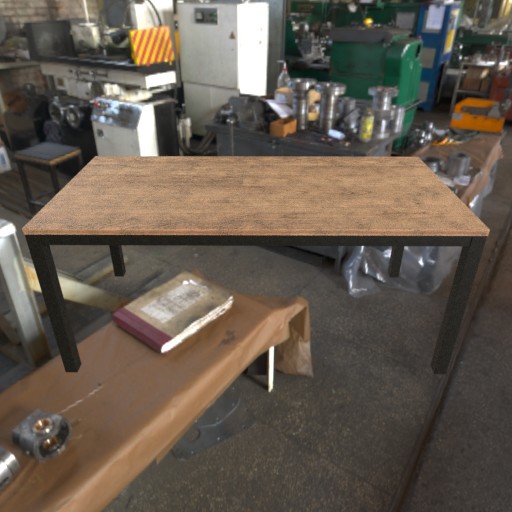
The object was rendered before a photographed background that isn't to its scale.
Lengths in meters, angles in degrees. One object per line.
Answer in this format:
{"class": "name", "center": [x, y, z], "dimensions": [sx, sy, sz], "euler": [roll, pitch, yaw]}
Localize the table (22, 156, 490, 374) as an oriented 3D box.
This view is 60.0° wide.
{"class": "table", "center": [0.000, 0.000, 2.289], "dimensions": [1.805, 0.767, 0.893], "euler": [0, 30, 0]}
